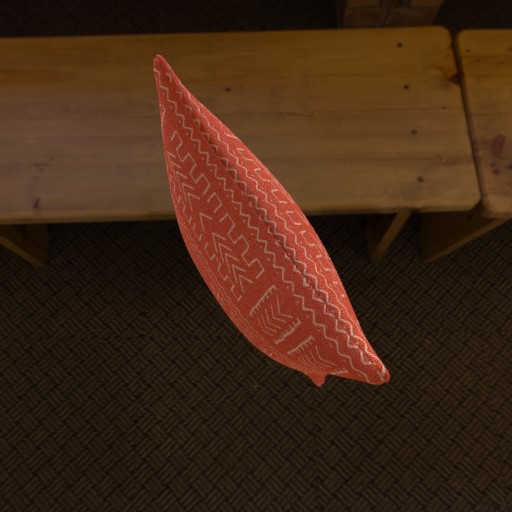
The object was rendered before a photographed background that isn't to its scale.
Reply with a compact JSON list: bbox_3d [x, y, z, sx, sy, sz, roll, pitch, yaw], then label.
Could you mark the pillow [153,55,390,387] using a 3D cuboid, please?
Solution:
[{"bbox_3d":[0.000,0.000,0.656,0.164,0.429,0.438,-32,76,-9],"label":"pillow"}]
